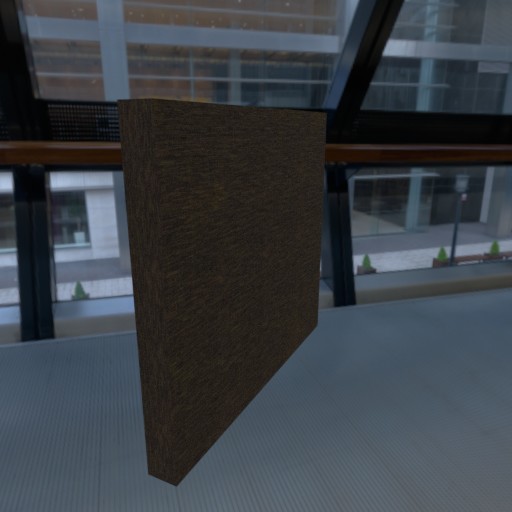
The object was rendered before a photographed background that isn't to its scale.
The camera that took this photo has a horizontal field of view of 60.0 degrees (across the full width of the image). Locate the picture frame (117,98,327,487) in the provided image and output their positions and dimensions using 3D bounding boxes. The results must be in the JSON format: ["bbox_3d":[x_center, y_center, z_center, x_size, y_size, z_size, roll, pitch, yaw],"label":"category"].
[{"bbox_3d":[0.000,0.000,0.522,0.033,0.330,0.378,8,18,26],"label":"picture frame"}]
